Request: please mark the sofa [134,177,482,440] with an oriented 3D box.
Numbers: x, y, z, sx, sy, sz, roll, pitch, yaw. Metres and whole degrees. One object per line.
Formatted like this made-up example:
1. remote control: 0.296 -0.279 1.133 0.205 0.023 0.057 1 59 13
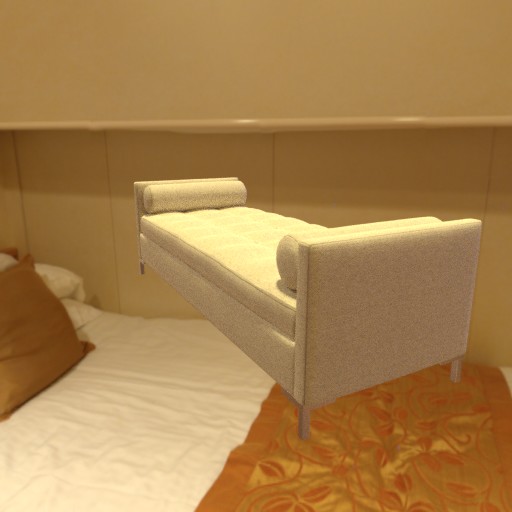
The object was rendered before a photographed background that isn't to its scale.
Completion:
1. sofa: 0.000 0.000 2.395 0.797 0.655 2.102 -8 17 -27
